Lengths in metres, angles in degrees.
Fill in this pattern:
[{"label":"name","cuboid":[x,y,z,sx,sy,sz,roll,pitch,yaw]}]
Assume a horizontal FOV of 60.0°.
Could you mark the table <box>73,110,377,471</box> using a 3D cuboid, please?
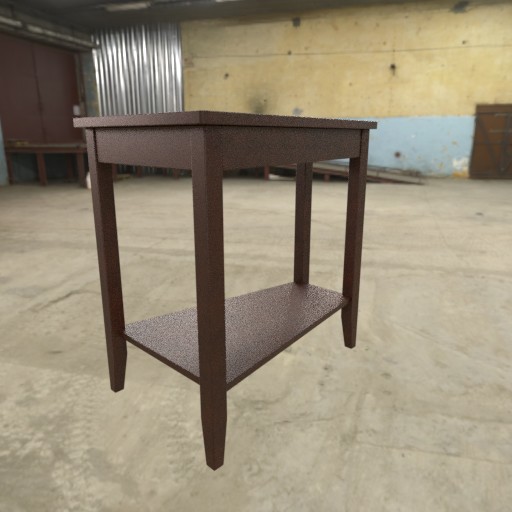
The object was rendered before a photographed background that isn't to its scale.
[{"label":"table","cuboid":[0.000,0.000,1.001,0.399,0.589,0.605,14,21,43]}]
